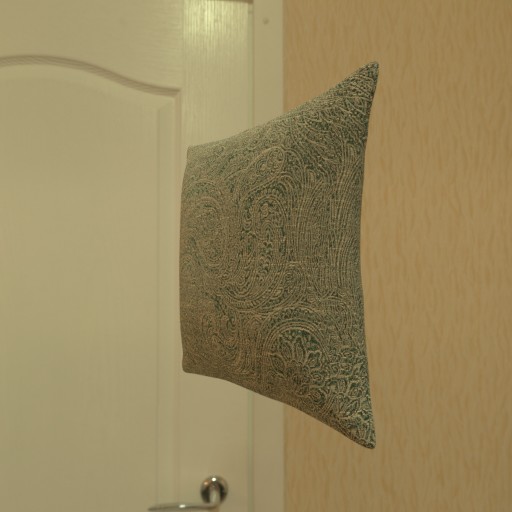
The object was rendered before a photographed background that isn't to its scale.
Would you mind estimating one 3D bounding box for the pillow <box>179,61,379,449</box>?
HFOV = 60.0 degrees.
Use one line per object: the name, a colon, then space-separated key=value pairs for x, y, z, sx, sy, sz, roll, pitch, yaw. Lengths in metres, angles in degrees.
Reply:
pillow: x=0.000 y=0.000 z=0.787 sx=0.166 sy=0.507 sz=0.526 roll=1 pitch=-2 yaw=-36
